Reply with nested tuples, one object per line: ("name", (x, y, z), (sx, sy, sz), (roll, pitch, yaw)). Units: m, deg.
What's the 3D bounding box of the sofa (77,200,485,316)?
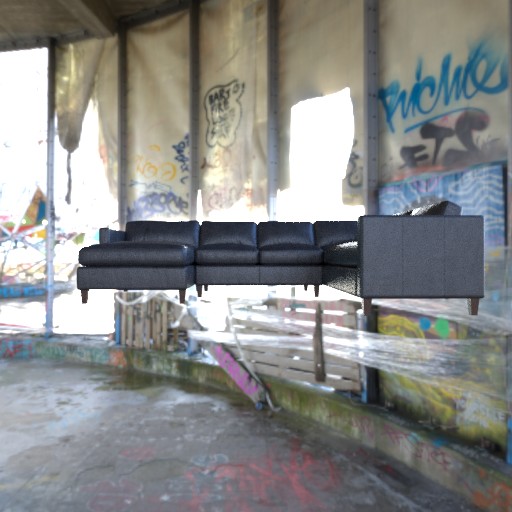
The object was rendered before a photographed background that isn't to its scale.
("sofa", (0.000, 0.000, 4.444), (3.324, 0.891, 2.452), (0, 0, -2))
